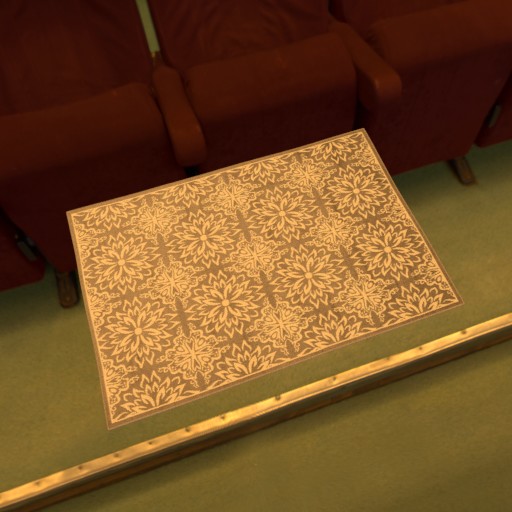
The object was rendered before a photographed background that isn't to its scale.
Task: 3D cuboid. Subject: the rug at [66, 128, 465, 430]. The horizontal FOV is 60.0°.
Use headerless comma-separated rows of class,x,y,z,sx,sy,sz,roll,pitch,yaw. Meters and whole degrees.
rug,0.000,0.000,2.387,1.847,0.012,1.224,-17,66,-8
